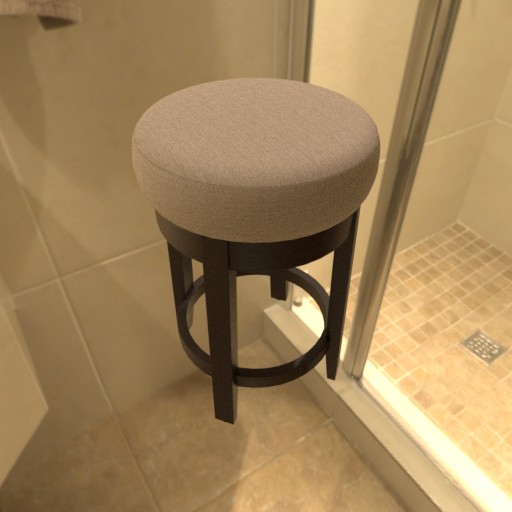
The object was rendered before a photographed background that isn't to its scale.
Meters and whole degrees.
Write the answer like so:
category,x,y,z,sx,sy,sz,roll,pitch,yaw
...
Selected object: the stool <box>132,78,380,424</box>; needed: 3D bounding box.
category,x,y,z,sx,sy,sz,roll,pitch,yaw
stool,0.000,0.000,0.981,0.443,0.672,0.443,0,40,0
